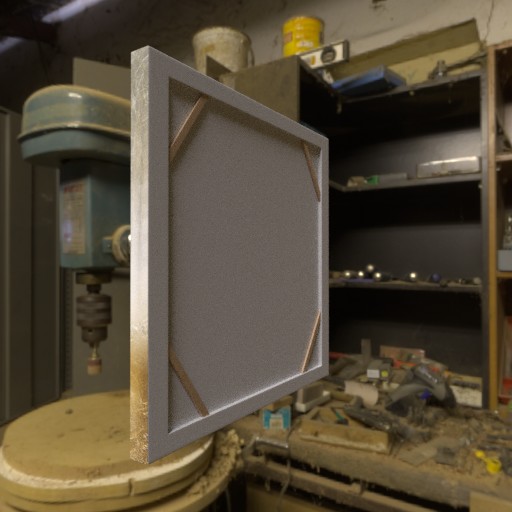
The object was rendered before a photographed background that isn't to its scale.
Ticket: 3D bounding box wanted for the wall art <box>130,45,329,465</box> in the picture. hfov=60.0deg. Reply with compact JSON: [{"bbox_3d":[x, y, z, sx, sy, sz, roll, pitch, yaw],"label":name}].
[{"bbox_3d":[0.000,0.000,0.905,0.038,0.610,0.610,0,-1,34],"label":"wall art"}]
